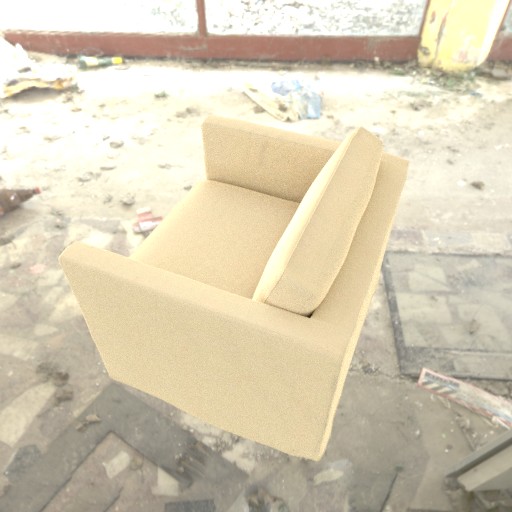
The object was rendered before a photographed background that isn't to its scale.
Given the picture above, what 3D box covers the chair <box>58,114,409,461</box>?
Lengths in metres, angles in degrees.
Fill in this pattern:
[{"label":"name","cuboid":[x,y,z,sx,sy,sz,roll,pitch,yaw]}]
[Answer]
[{"label":"chair","cuboid":[0.000,0.000,1.769,0.947,0.851,1.057,17,47,16]}]
